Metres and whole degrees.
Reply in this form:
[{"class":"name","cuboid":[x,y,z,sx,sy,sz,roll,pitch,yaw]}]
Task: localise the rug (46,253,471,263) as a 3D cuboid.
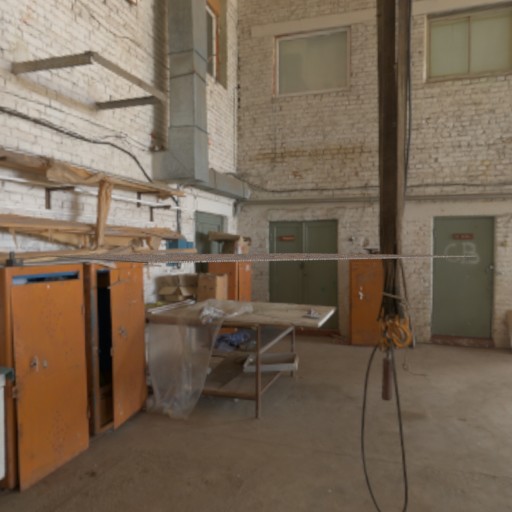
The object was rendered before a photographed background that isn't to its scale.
[{"class":"rug","cuboid":[0.000,0.000,3.999,3.035,0.008,2.425,-1,1,-36]}]
